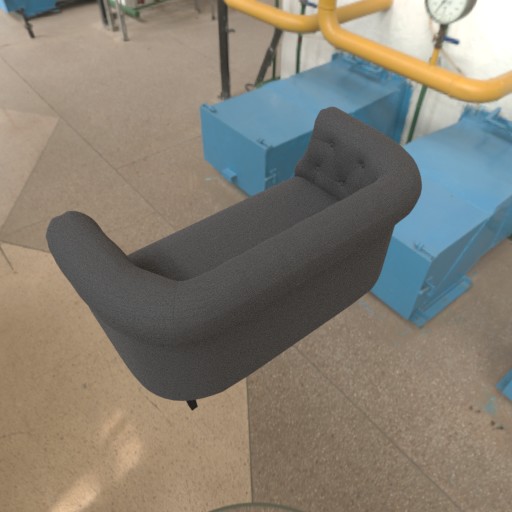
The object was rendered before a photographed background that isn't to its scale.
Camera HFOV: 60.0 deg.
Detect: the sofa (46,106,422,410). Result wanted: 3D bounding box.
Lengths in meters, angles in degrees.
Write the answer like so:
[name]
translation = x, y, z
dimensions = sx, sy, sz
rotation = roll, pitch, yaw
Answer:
[sofa]
translation = 0.000, 0.000, 2.058
dimensions = 1.558, 0.827, 0.835
rotation = -29, 52, -26
